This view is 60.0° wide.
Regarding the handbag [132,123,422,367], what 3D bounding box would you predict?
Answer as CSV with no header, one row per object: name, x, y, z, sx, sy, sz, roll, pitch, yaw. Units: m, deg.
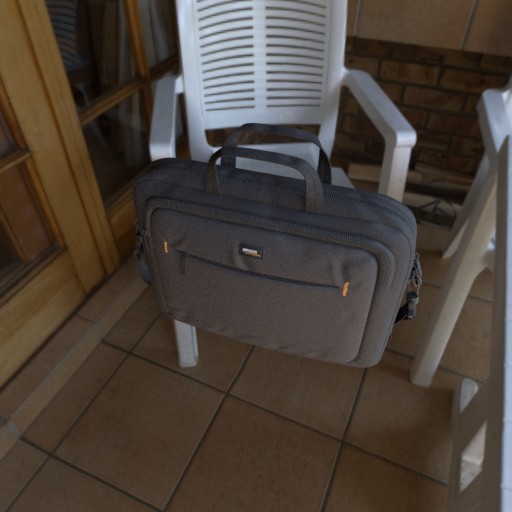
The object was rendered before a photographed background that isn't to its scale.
handbag,0.000,0.000,0.437,0.320,0.244,0.089,13,44,13
